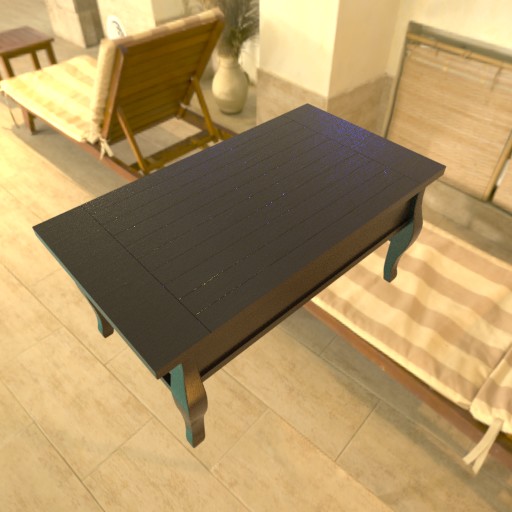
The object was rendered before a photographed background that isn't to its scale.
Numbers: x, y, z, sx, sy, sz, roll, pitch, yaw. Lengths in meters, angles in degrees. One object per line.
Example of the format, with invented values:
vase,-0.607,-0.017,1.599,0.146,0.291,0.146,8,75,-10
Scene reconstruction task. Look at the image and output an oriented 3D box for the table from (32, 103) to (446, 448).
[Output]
table,0.000,0.000,1.439,1.062,0.494,0.600,-33,53,-29
